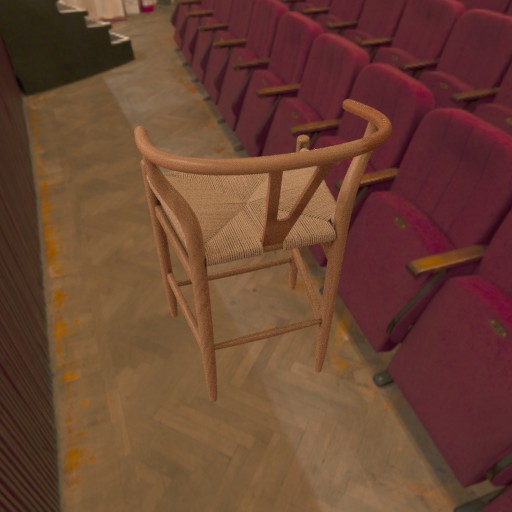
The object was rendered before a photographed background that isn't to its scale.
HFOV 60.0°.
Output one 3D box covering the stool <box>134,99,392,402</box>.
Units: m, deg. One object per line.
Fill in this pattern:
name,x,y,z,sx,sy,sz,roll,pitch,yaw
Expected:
stool,0.000,0.000,1.256,0.536,0.923,0.575,-12,42,-13
